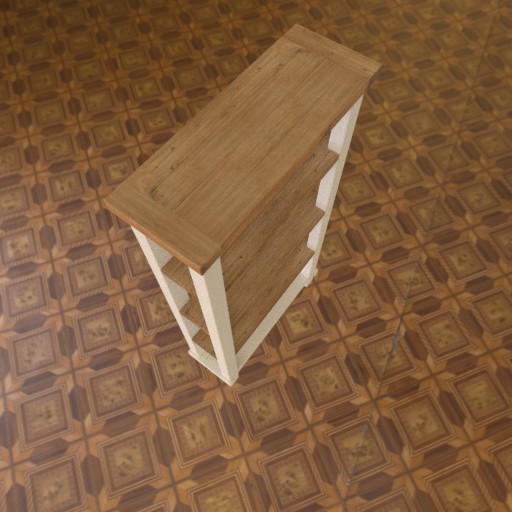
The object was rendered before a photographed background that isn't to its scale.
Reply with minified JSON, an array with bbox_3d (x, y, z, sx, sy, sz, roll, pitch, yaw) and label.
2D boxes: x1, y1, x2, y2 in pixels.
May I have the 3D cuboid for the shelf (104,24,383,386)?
[{"bbox_3d":[0.000,0.000,2.298,0.381,1.878,1.022,34,68,16],"label":"shelf"}]
